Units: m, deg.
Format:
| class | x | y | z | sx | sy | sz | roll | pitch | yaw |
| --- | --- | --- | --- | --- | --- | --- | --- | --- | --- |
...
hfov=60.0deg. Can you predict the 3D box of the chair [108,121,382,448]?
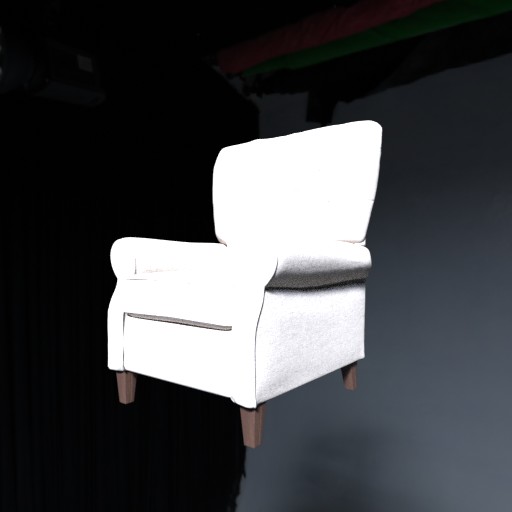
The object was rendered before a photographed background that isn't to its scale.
| class | x | y | z | sx | sy | sz | roll | pitch | yaw |
| --- | --- | --- | --- | --- | --- | --- | --- | --- | --- |
| chair | 0.000 | 0.000 | 1.971 | 0.942 | 1.209 | 1.025 | 0 | 1 | 38 |
